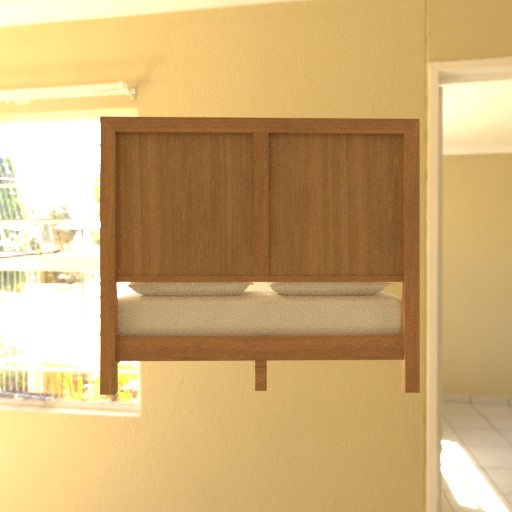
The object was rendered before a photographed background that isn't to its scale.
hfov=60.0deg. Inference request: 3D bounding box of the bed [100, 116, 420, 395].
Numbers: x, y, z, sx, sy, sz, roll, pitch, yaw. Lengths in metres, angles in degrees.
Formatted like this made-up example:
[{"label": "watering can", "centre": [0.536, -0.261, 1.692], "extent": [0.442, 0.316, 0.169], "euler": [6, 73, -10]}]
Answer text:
[{"label": "bed", "centre": [0.000, 0.000, 3.317], "extent": [1.606, 1.387, 2.184], "euler": [0, 0, -1]}]
